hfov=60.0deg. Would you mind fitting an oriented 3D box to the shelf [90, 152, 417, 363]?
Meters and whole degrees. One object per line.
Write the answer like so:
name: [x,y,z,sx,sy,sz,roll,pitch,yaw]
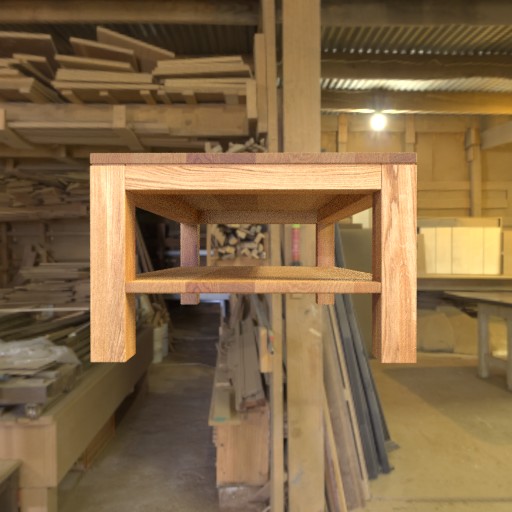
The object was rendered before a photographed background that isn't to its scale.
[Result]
shelf: [0.000,0.000,1.525,0.700,0.450,1.150,0,0,1]
